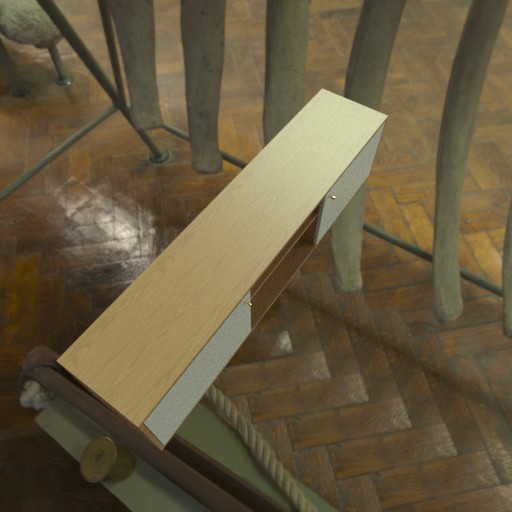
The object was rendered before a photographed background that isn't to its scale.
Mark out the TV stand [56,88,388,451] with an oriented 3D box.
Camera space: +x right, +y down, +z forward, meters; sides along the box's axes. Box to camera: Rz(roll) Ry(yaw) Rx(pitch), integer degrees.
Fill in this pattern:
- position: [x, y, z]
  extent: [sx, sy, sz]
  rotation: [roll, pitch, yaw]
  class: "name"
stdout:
- position: [0.000, 0.000, 2.056]
  extent: [0.400, 0.580, 1.760]
  rotation: [30, 62, 18]
  class: "TV stand"
